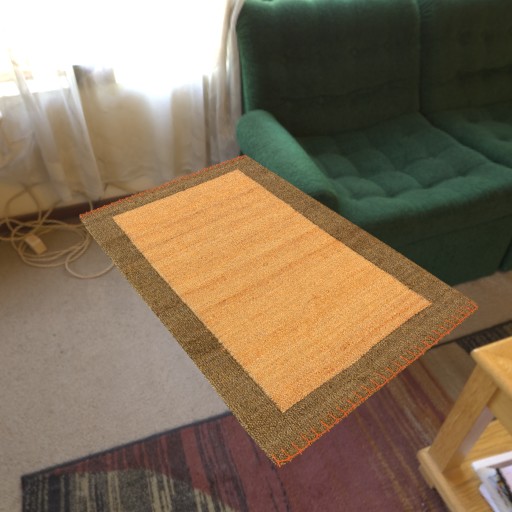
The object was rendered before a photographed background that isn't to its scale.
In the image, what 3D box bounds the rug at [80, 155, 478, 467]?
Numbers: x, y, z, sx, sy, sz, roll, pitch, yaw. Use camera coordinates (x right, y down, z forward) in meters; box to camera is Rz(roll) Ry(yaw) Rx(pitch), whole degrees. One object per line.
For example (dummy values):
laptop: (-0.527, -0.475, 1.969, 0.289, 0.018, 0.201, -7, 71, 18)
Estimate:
rug: (0.000, 0.000, 2.307, 1.220, 0.019, 1.838, -27, 48, -27)
